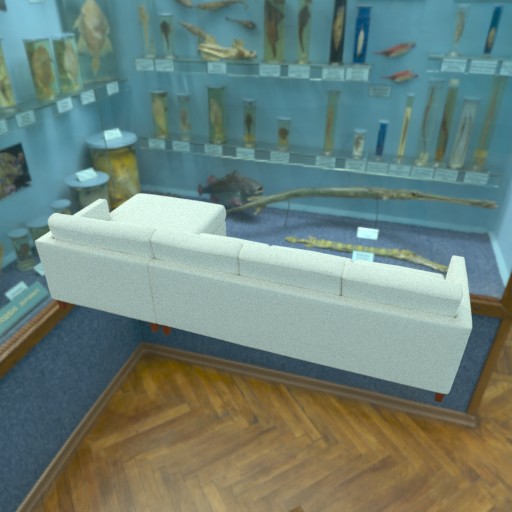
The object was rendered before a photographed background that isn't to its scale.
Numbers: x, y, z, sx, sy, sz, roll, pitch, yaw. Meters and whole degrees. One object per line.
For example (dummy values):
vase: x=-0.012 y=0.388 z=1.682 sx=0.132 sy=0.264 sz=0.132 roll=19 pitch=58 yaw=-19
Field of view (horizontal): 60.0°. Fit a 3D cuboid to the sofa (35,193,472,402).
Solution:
sofa: x=0.000 y=0.000 z=4.056 sx=3.471 sy=0.954 sz=1.606 roll=10 pitch=34 yaw=16
